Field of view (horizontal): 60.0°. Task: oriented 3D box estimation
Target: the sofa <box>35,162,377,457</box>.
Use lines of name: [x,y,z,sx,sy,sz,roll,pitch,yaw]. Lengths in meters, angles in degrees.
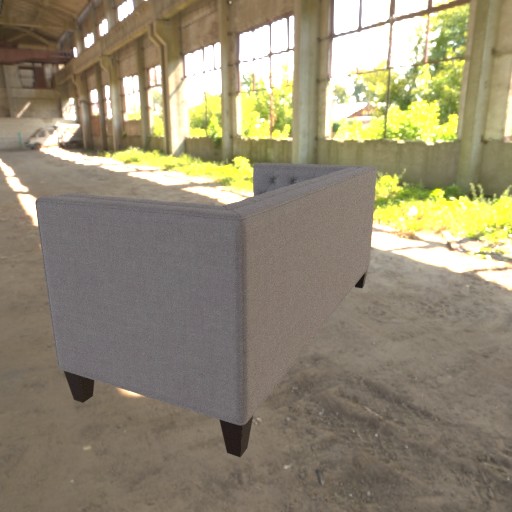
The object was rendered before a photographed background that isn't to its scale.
sofa: [0.000,0.000,2.162,0.775,0.762,1.778,8,18,25]
